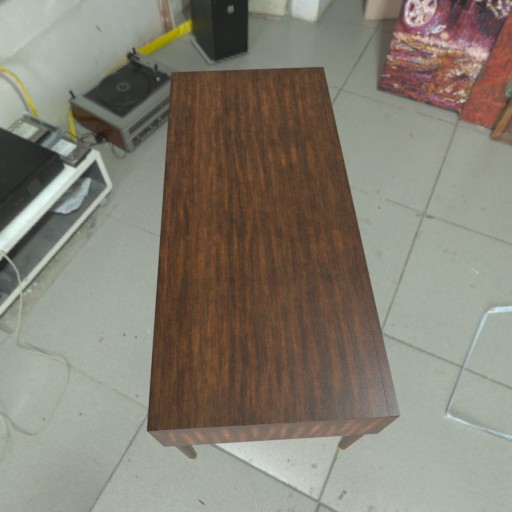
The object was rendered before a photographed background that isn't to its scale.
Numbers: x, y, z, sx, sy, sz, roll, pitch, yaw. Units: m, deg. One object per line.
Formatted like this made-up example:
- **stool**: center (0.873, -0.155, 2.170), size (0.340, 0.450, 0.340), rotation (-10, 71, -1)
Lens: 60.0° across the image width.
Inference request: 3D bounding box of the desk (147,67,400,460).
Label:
- **desk**: center (0.000, 0.000, 1.975), size (0.724, 0.762, 1.575), rotation (-3, 58, -2)
